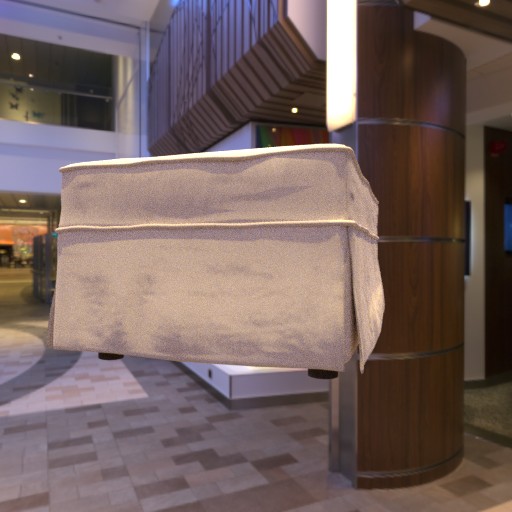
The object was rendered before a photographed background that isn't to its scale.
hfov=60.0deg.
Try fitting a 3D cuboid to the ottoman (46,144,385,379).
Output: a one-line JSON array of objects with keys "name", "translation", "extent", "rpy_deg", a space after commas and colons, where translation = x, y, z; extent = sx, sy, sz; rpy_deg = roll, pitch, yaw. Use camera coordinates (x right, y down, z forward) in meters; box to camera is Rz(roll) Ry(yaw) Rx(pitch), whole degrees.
[{"name": "ottoman", "translation": [0.000, 0.000, 1.293], "extent": [0.703, 0.479, 0.944], "rpy_deg": [0, 0, 18]}]
